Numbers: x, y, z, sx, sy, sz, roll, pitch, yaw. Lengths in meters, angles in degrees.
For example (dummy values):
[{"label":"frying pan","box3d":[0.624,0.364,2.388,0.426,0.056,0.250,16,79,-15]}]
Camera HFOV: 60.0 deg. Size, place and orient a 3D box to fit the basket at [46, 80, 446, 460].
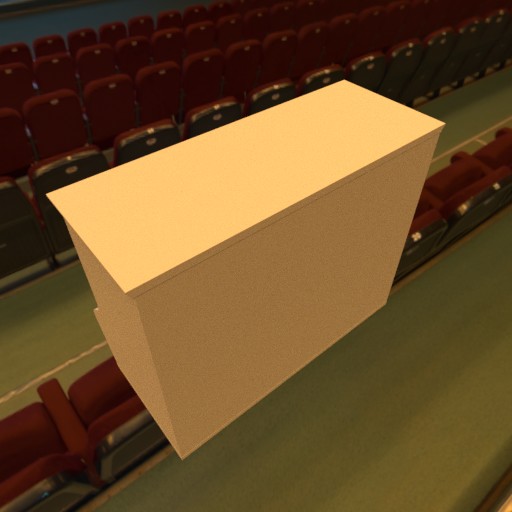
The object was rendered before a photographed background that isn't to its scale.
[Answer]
[{"label":"basket","box3d":[0.000,0.000,1.137,0.792,0.625,0.376,-30,52,-27]}]
